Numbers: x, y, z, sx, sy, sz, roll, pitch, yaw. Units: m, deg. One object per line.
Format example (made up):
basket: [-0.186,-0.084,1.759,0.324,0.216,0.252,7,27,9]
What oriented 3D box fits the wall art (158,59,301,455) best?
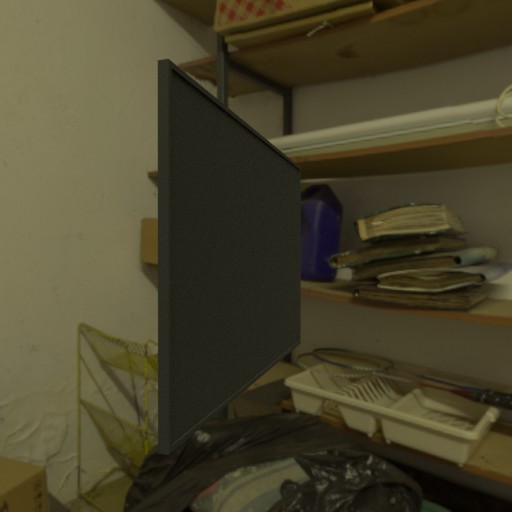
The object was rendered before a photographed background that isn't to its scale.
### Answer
wall art: [0.000,0.000,1.466,0.028,0.805,1.190,0,0,19]
